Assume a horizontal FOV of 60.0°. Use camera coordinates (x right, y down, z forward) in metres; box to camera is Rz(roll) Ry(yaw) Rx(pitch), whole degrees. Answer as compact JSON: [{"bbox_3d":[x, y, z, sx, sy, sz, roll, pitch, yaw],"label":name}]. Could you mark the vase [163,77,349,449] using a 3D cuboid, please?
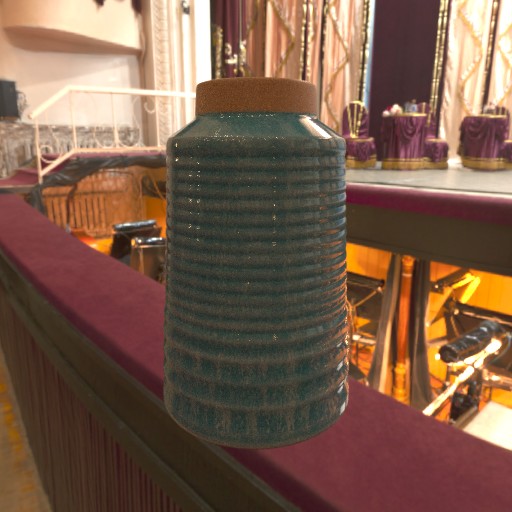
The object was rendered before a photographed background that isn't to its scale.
[{"bbox_3d":[0.000,0.000,0.369,0.163,0.267,0.163,0,14,0],"label":"vase"}]
